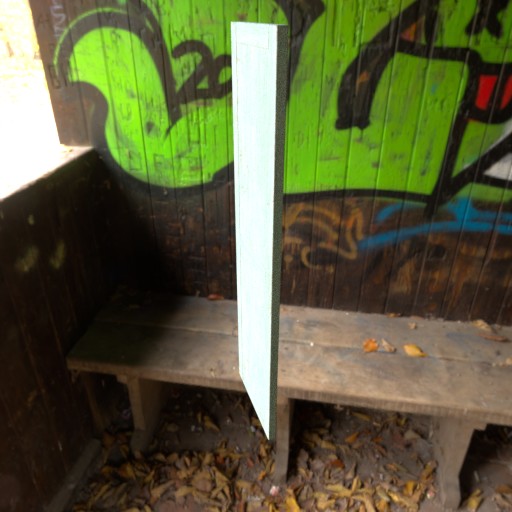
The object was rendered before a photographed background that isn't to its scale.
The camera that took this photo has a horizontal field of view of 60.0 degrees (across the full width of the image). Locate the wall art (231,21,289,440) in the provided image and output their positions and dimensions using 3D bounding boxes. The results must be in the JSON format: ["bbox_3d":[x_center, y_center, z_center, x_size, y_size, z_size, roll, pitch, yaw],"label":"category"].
[{"bbox_3d":[0.000,0.000,1.310,0.025,1.219,0.329,-10,30,-17],"label":"wall art"}]
